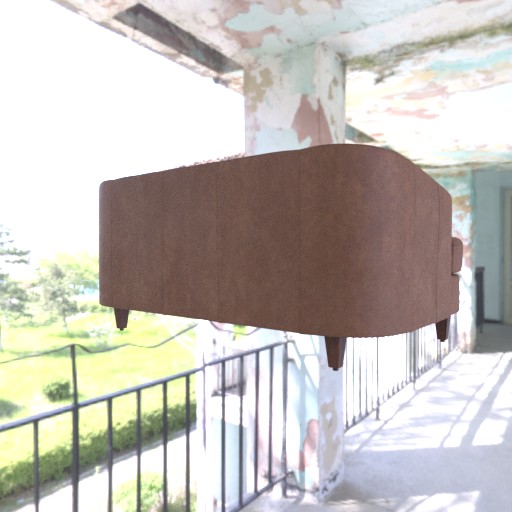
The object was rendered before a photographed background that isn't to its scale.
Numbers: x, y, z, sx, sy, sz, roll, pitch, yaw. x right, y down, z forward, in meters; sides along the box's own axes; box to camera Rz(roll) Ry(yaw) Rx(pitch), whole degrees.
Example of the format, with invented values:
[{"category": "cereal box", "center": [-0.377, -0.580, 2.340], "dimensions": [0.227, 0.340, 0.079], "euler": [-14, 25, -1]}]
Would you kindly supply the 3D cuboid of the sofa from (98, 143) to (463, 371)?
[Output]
[{"category": "sofa", "center": [0.000, 0.000, 2.235], "dimensions": [1.755, 0.786, 0.914], "euler": [1, 1, 38]}]
